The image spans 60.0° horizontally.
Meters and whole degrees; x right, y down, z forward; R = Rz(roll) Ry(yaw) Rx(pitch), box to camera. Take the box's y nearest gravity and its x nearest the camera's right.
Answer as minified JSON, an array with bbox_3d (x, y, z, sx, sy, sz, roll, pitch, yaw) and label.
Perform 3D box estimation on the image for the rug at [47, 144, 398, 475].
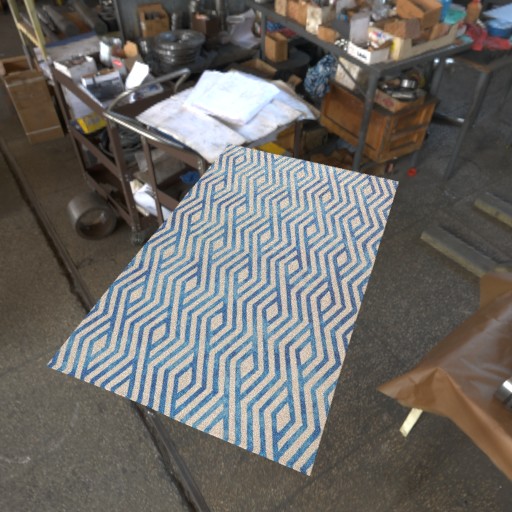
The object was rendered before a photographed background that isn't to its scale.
[{"bbox_3d":[0.000,0.000,3.043,1.531,0.008,2.439,16,48,15],"label":"rug"}]
